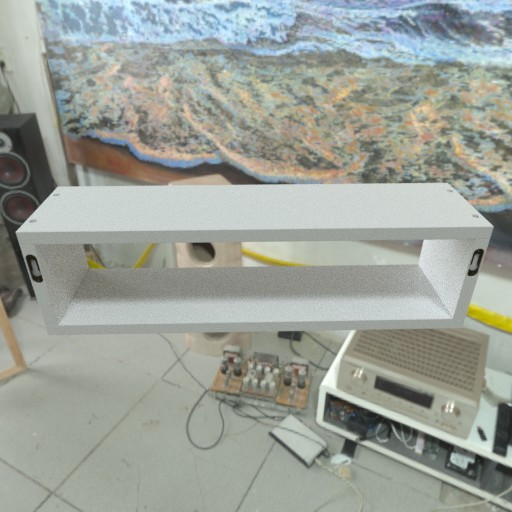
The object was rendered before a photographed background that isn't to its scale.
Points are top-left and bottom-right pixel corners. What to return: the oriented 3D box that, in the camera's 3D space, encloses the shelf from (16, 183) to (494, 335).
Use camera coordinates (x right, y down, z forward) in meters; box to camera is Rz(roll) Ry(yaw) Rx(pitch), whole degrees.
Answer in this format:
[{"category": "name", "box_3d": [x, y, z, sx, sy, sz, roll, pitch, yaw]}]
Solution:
[{"category": "shelf", "box_3d": [0.000, 0.000, 0.673, 0.610, 0.170, 0.150, -1, 31, -1]}]
